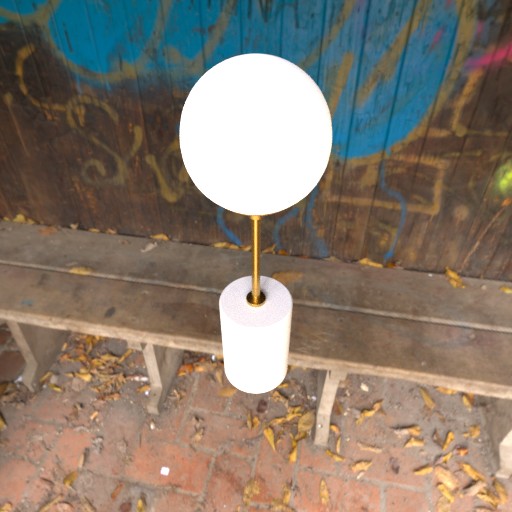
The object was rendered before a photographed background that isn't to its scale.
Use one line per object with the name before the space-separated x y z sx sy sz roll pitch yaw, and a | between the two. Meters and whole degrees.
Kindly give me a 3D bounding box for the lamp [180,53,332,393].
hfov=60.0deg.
lamp | 0.000 0.000 0.560 0.153 0.480 0.153 0 42 0
